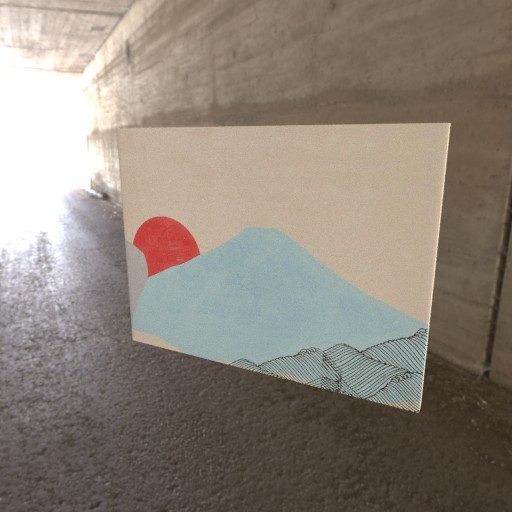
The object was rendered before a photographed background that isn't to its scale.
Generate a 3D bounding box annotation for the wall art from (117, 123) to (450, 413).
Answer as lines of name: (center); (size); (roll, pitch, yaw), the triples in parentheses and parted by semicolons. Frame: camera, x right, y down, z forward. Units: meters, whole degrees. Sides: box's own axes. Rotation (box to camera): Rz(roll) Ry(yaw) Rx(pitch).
wall art: (0.000, 0.000, 1.623); (1.219, 0.912, 0.042); (7, 16, 26)
